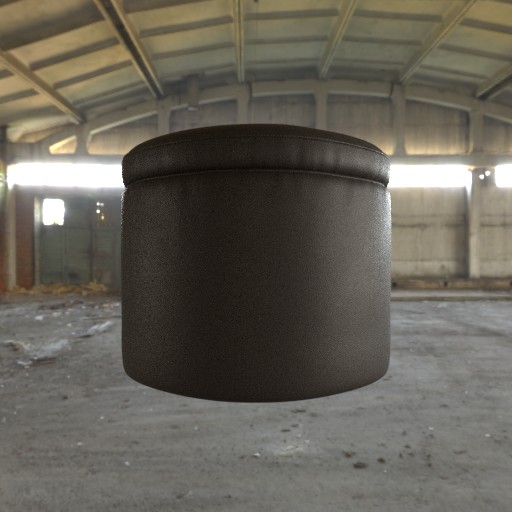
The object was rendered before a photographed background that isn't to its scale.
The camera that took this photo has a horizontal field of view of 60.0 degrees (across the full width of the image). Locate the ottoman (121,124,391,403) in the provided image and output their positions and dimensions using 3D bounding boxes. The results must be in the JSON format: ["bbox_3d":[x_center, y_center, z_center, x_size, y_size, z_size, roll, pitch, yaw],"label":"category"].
[{"bbox_3d":[0.000,0.000,0.857,0.500,0.409,0.500,0,0,0],"label":"ottoman"}]
